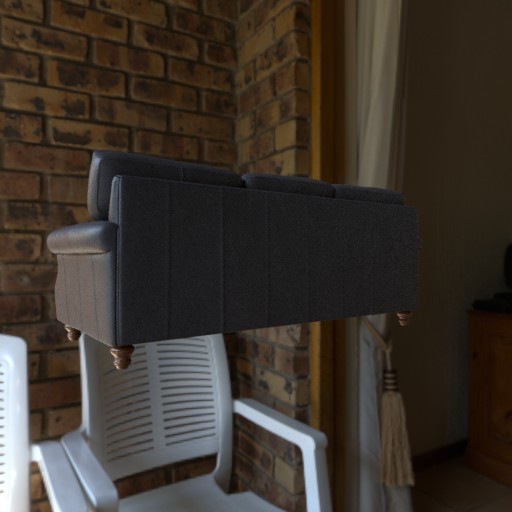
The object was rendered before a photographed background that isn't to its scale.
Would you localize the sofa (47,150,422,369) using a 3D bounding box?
[{"bbox_3d":[0.000,0.000,2.869,2.387,0.977,0.974,0,0,-36],"label":"sofa"}]
